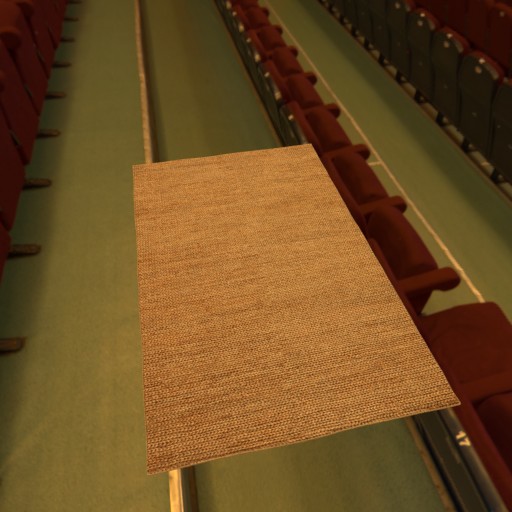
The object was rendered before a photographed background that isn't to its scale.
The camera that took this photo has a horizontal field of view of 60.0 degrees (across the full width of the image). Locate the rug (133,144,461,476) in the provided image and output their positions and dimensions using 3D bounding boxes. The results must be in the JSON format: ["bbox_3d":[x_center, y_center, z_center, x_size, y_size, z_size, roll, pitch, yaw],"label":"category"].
[{"bbox_3d":[0.000,0.000,2.890,1.521,0.034,2.438,-9,46,-9],"label":"rug"}]
